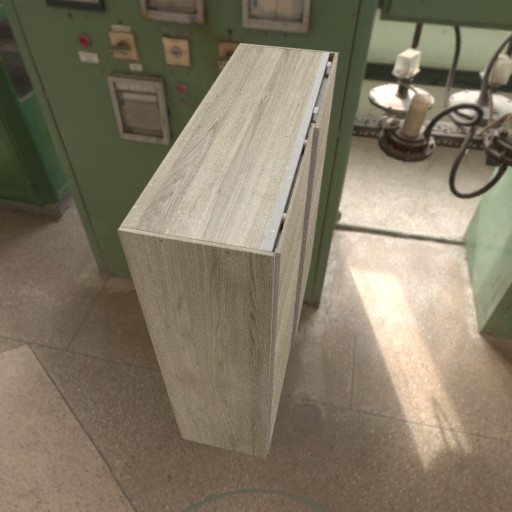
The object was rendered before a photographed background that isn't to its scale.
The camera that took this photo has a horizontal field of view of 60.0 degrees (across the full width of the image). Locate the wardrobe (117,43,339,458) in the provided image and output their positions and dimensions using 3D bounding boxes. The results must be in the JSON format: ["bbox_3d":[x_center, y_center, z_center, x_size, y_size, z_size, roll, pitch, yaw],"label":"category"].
[{"bbox_3d":[0.000,0.000,2.876,0.629,1.960,1.780,10,47,9],"label":"wardrobe"}]
